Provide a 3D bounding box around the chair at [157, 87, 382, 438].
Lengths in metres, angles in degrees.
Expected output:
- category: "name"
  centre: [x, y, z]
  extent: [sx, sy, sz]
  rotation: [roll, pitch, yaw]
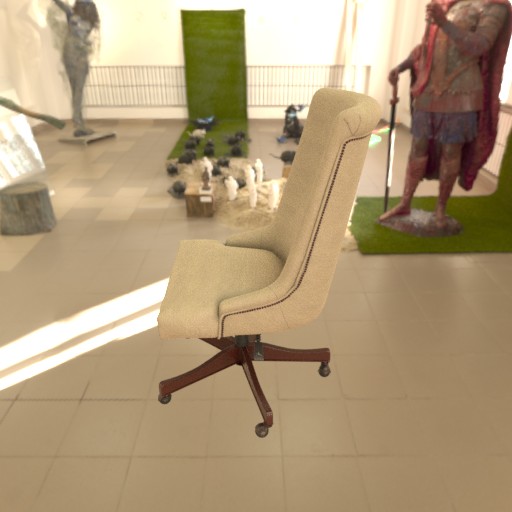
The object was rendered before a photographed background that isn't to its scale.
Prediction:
- category: "chair"
  centre: [0.000, 0.000, 1.477]
  extent: [0.696, 1.010, 0.645]
  rotation: [0, 28, -1]
